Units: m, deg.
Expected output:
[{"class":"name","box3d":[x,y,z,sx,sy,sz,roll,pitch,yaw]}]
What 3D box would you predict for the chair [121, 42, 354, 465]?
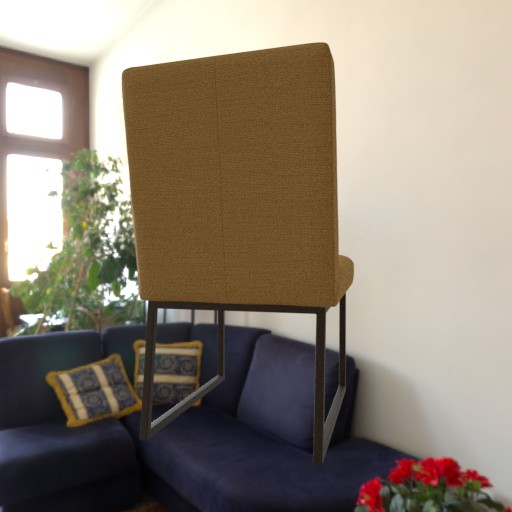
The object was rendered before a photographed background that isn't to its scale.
[{"class":"chair","box3d":[0.000,0.000,1.296,0.520,0.930,0.634,0,1,17]}]
